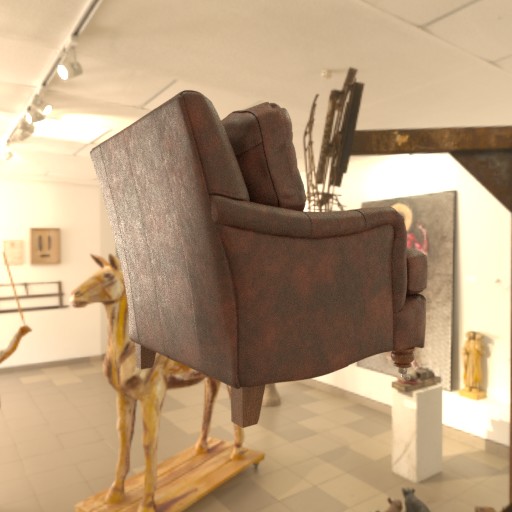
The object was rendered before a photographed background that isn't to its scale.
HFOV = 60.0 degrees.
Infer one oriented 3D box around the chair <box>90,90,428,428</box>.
[{"bbox_3d":[0.000,0.000,1.902,1.156,1.051,0.987,-1,1,-36],"label":"chair"}]
